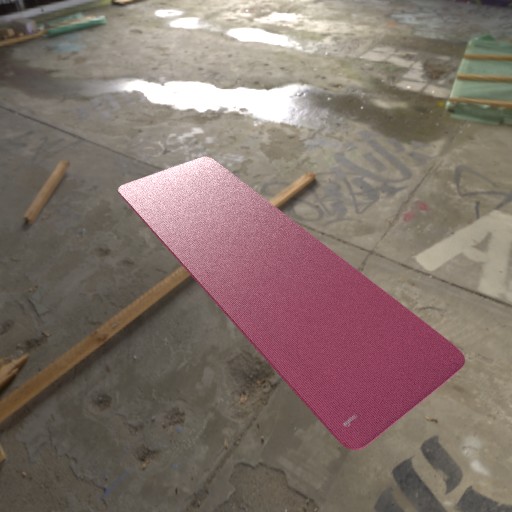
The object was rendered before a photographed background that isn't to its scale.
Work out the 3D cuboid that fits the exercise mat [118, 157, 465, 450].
[{"bbox_3d":[0.000,0.000,2.085,0.616,0.021,1.884,-26,48,-26],"label":"exercise mat"}]
